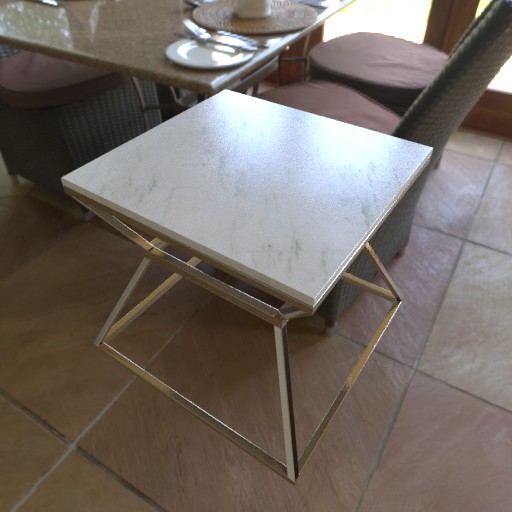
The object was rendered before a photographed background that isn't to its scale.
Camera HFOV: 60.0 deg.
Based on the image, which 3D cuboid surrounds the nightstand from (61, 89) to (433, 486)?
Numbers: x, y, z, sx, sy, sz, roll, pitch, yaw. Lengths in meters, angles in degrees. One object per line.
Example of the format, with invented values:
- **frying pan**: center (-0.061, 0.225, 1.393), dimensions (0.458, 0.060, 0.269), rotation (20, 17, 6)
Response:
- **nightstand**: center (0.000, 0.000, 0.886), dimensions (0.513, 0.426, 0.514), rotation (25, 48, 25)
